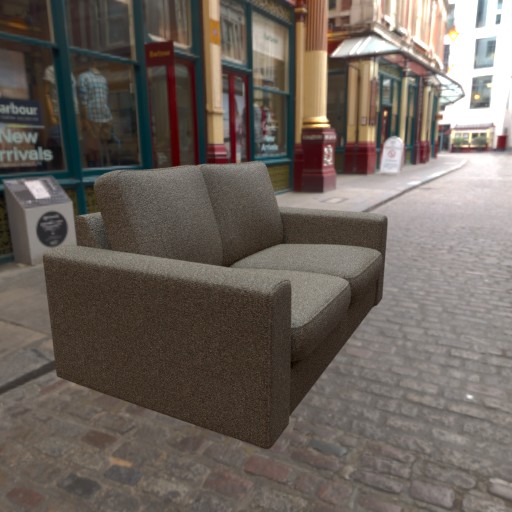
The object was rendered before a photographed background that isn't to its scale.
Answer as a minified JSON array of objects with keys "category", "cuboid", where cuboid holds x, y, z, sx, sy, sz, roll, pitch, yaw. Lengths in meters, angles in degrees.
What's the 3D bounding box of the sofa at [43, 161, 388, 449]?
[{"category":"sofa","cuboid":[0.000,0.000,2.186,1.016,0.873,1.616,7,16,27]}]
